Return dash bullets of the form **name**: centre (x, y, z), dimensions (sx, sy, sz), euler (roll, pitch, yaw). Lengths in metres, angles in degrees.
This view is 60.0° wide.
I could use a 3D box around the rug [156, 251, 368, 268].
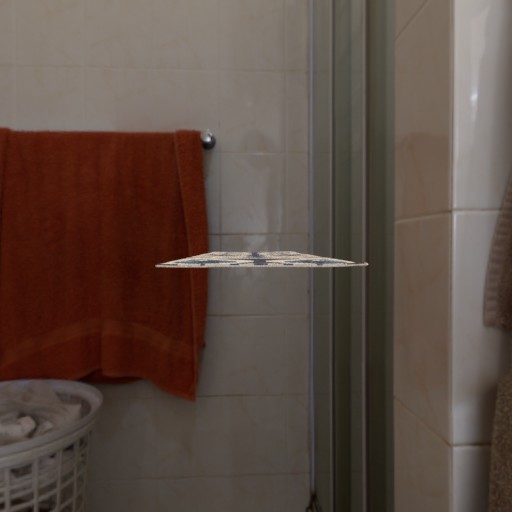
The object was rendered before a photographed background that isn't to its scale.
- **rug**: centre (0.000, 0.000, 2.576), dimensions (0.692, 0.017, 2.301), euler (0, 1, -1)
